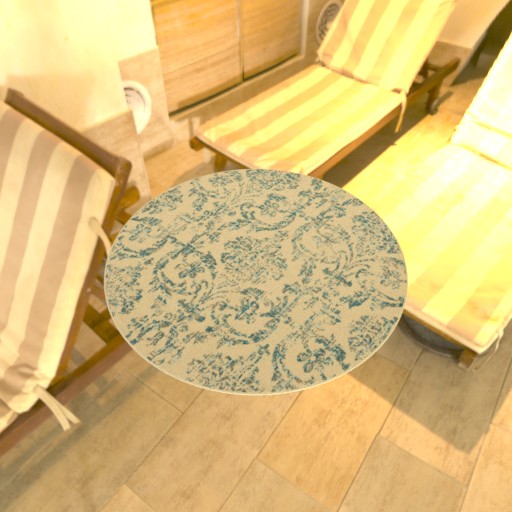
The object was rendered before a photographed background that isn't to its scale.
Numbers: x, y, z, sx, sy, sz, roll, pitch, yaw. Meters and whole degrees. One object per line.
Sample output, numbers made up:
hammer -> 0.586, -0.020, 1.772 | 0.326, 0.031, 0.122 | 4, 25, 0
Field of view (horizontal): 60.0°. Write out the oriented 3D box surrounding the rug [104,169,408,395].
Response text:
rug -> 0.000, 0.000, 2.385 | 1.593, 0.012, 1.593 | 0, 46, 0
